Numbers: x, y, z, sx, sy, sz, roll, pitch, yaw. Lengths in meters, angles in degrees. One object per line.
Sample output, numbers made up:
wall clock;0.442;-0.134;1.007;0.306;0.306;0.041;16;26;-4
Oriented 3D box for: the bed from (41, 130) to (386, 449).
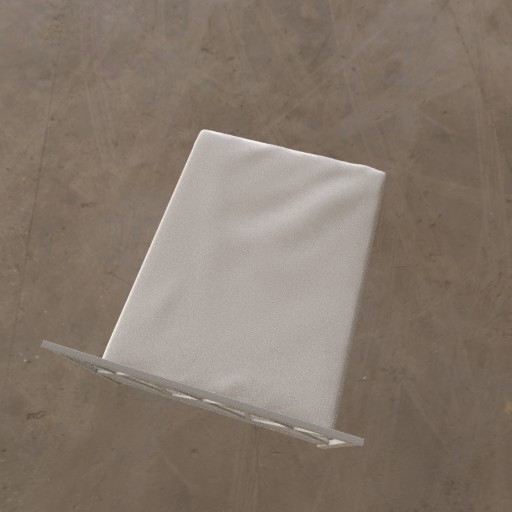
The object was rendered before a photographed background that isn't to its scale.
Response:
bed;0.000;0.000;3.162;1.673;1.253;2.135;15;67;7
